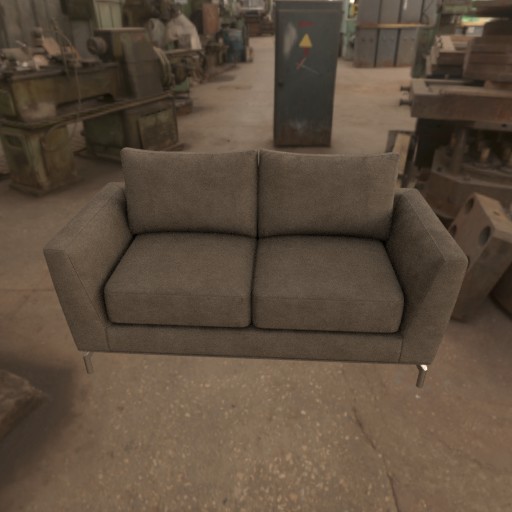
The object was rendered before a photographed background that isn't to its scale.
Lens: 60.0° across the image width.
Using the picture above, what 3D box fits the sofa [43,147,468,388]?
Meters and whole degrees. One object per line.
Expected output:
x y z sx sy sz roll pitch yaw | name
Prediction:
0.000 0.000 2.356 1.832 1.013 0.855 2 30 3 | sofa
